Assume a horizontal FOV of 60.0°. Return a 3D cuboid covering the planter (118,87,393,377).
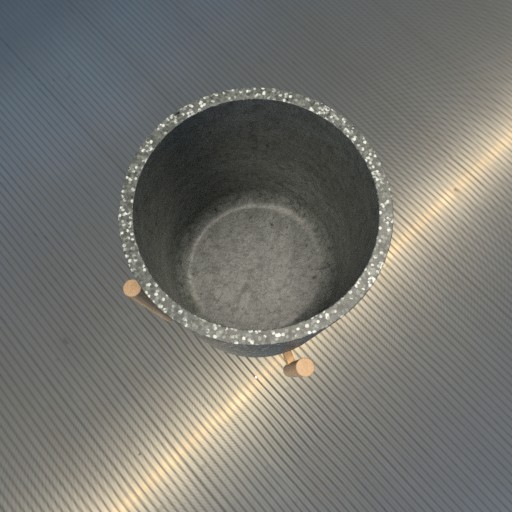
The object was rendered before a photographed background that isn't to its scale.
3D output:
[{"bbox_3d":[0.000,0.000,0.691,0.360,0.419,0.360,2,75,0],"label":"planter"}]
